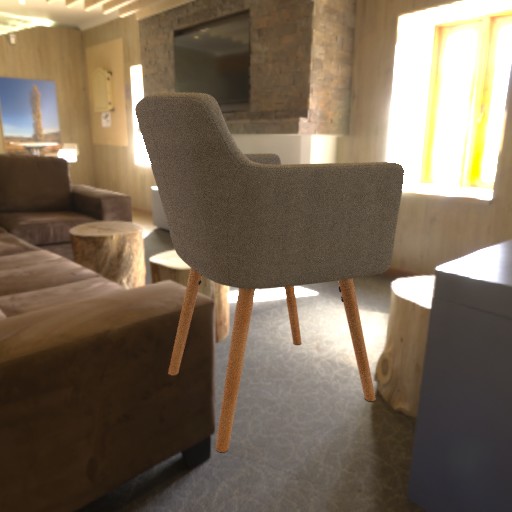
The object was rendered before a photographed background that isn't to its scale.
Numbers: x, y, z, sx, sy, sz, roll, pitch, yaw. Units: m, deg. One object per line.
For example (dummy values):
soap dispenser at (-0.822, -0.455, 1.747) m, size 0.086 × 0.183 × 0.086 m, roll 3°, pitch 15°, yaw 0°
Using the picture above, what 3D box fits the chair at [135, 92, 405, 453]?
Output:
chair at (0.000, 0.000, 1.160) m, size 0.540 × 0.780 × 0.570 m, roll -8°, pitch 17°, yaw -26°
